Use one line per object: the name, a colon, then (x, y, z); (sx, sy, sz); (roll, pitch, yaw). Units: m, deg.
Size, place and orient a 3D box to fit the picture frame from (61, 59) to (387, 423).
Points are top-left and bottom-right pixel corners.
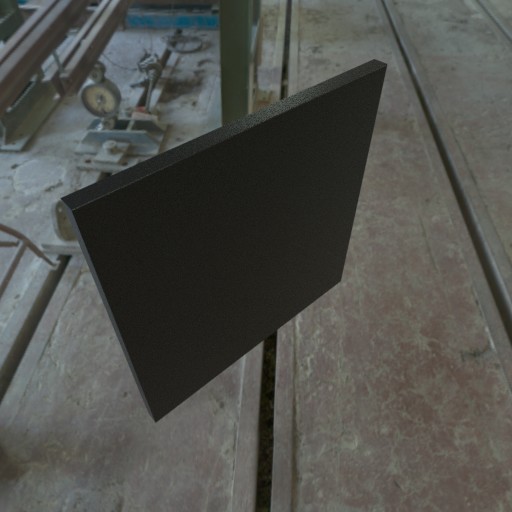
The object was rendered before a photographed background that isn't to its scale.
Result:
picture frame: (0.000, 0.000, 0.817); (0.559, 0.557, 0.029); (-33, 55, -27)
